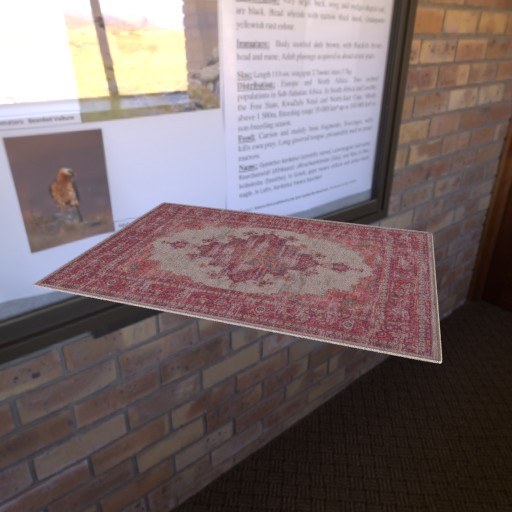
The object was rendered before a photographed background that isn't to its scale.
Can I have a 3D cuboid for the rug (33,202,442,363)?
[{"bbox_3d":[0.000,0.000,3.771,2.878,0.014,2.005,8,27,16],"label":"rug"}]
